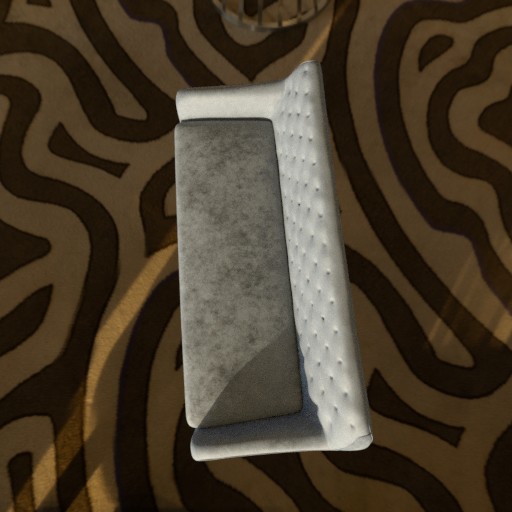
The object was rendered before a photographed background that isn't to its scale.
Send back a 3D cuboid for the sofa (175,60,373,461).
[{"bbox_3d":[0.000,0.000,2.418,0.841,0.832,1.975,-5,75,-1],"label":"sofa"}]
